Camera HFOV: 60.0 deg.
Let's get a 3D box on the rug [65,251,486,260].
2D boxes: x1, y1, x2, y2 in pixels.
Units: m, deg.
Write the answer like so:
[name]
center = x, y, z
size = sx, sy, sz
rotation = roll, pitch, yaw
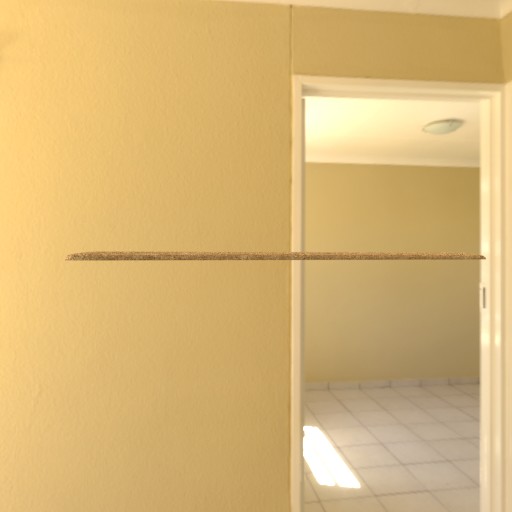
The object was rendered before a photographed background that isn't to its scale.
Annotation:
[rug]
center = 0.000, 0.000, 3.813
size = 2.873, 0.050, 2.242
rotation = 0, 0, -18
